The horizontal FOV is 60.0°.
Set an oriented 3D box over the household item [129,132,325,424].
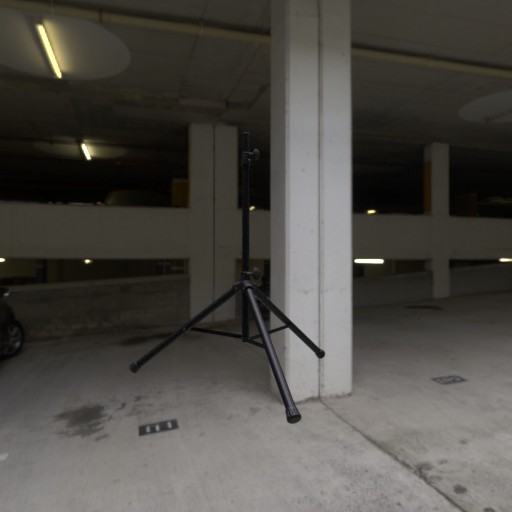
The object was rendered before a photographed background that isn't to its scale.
[{"bbox_3d":[0.000,0.000,1.907,1.045,1.136,0.907,0,0,-16],"label":"household item"}]
